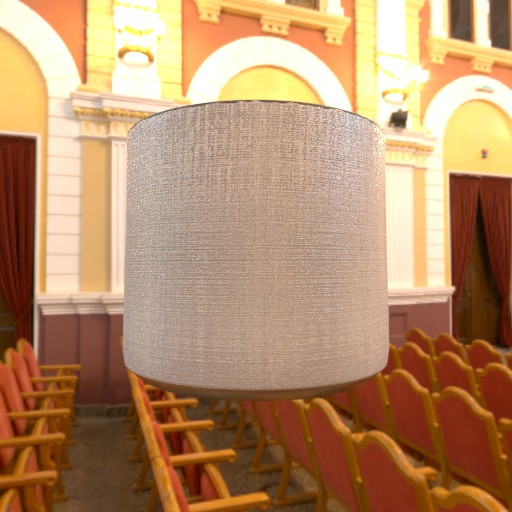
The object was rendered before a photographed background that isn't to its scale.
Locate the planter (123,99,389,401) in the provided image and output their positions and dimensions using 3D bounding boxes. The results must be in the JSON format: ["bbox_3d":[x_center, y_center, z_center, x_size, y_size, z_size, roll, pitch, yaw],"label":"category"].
[{"bbox_3d":[0.000,0.000,0.219,0.125,0.112,0.125,0,-1,0],"label":"planter"}]
